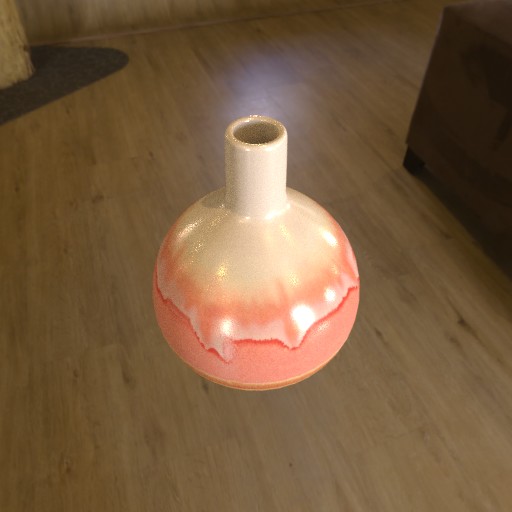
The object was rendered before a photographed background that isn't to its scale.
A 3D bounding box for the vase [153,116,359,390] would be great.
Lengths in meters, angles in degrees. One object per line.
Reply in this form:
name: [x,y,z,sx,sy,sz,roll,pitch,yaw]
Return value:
vase: [0.000,0.000,0.278,0.137,0.176,0.137,0,46,0]
